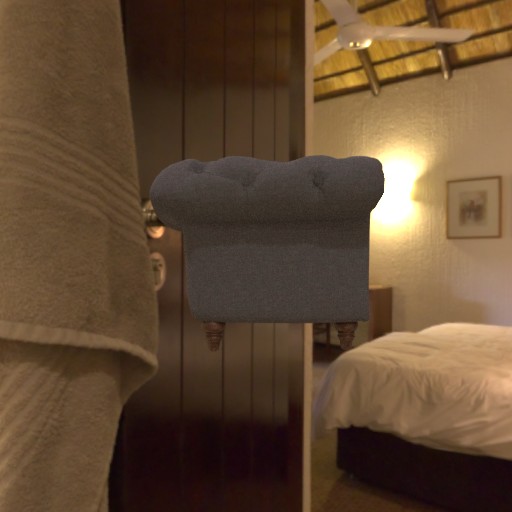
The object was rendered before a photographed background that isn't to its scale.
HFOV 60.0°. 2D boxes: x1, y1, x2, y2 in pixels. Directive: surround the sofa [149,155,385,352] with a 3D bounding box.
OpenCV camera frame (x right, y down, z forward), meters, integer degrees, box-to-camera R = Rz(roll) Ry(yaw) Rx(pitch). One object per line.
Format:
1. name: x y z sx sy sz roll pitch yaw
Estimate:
1. sofa: 0.000 0.000 2.882 1.046 0.836 2.335 0 0 0
